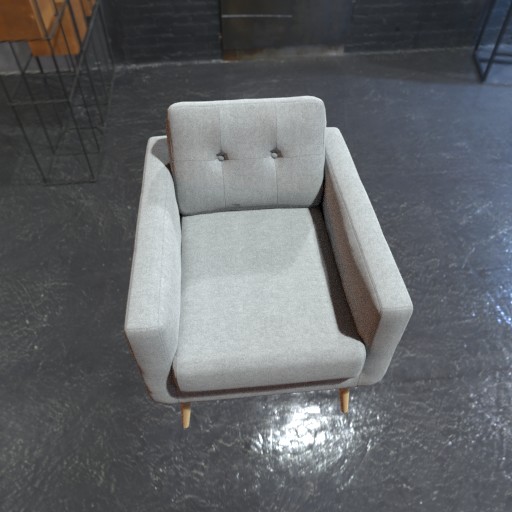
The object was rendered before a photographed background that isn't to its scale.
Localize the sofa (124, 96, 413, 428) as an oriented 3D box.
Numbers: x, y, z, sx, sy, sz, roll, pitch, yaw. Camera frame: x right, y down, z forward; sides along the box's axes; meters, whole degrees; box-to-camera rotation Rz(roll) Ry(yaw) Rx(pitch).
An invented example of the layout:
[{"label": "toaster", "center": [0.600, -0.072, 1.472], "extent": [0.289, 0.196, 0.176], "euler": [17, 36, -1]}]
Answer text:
[{"label": "sofa", "center": [0.000, 0.000, 1.572], "extent": [0.770, 0.860, 0.920], "euler": [-4, 47, -4]}]
